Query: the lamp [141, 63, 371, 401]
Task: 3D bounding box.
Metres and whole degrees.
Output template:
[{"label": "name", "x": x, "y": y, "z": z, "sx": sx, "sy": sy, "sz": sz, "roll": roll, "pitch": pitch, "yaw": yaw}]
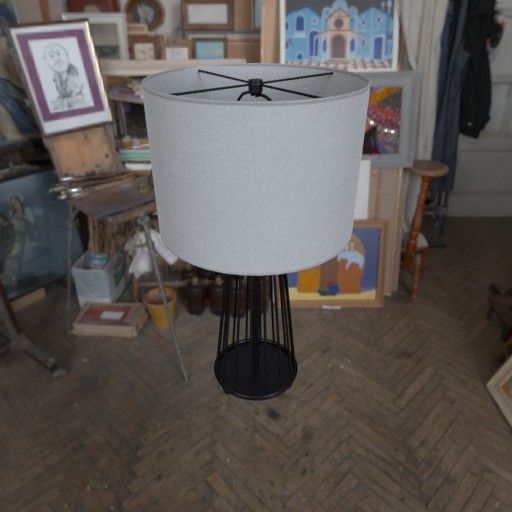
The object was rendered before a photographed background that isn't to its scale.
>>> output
[{"label": "lamp", "x": 0.000, "y": 0.000, "z": 0.787, "sx": 0.322, "sy": 0.593, "sz": 0.322, "roll": -22, "pitch": 37, "yaw": -32}]
